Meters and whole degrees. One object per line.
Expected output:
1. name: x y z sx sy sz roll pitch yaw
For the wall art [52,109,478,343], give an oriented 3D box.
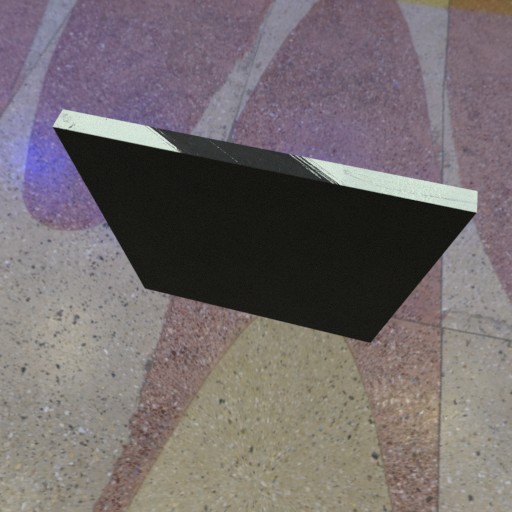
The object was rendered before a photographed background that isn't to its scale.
1. wall art: 0.000 0.000 1.125 0.765 0.765 0.046 13 64 6
